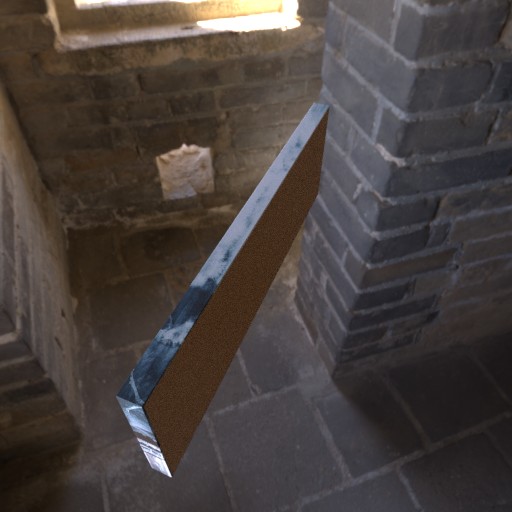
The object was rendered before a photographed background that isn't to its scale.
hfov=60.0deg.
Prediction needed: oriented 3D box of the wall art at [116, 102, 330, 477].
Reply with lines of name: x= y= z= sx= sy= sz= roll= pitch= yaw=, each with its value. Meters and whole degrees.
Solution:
wall art: x=0.000 y=0.000 z=0.844 sx=0.037 sy=0.251 sz=0.759 roll=17 pitch=49 yaw=15
